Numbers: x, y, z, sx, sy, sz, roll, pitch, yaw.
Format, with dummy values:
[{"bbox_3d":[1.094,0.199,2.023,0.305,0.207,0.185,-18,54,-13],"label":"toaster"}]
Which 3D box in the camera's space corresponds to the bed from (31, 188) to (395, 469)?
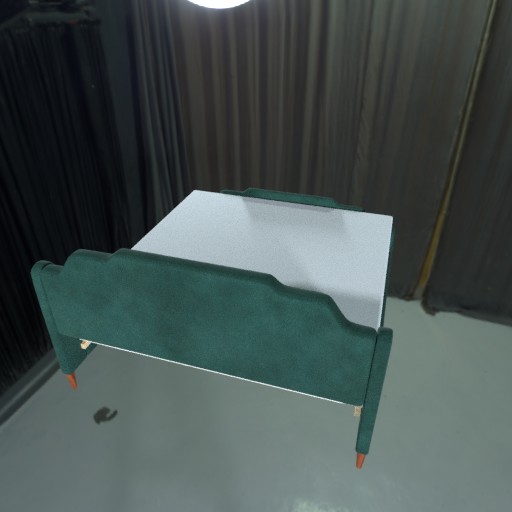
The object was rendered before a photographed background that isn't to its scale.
[{"bbox_3d":[0.000,0.000,3.492,2.074,1.245,2.340,10,33,15],"label":"bed"}]
